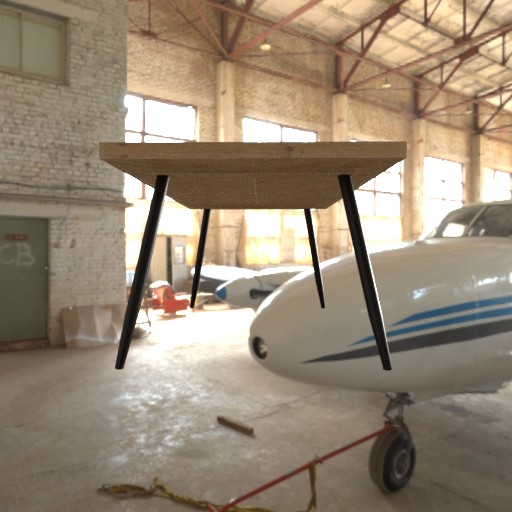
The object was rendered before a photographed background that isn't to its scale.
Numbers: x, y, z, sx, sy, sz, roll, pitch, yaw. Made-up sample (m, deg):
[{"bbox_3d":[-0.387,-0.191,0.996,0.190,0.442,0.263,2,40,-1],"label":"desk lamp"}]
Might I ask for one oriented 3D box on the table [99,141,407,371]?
[{"bbox_3d":[0.000,0.000,2.333,0.991,0.762,1.803,0,1,1],"label":"table"}]
